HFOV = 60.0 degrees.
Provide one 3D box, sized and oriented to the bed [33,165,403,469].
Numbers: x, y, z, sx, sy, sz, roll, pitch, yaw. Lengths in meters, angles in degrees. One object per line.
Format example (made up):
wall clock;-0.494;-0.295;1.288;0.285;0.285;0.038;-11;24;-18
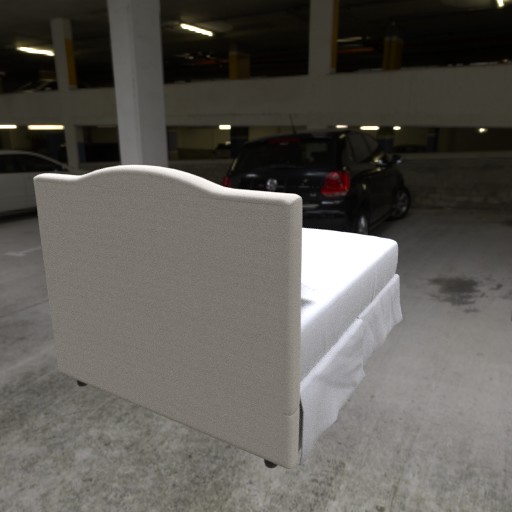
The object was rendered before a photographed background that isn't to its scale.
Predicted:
bed;0.000;0.000;3.217;1.741;1.449;2.196;10;19;29
